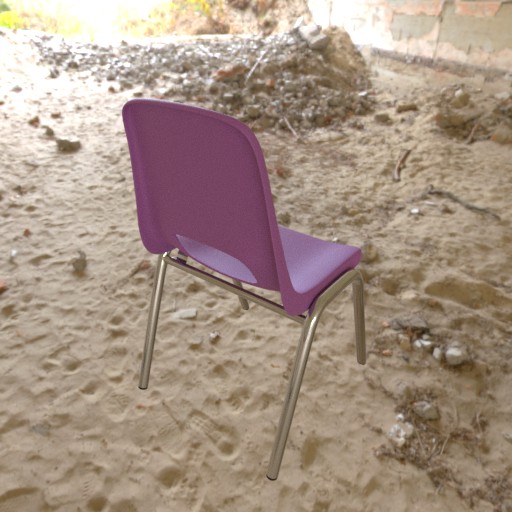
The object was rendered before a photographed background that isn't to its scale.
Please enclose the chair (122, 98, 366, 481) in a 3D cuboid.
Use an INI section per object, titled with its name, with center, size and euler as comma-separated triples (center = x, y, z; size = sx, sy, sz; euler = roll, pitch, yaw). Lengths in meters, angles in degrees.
[chair]
center = 0.000, 0.000, 0.671
size = 0.291, 0.493, 0.301
euler = 21, 36, 32
